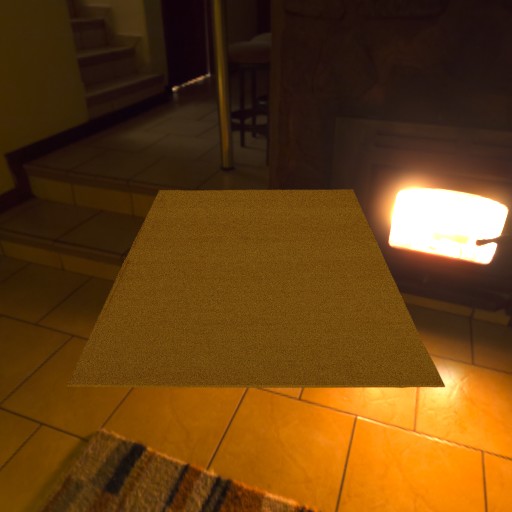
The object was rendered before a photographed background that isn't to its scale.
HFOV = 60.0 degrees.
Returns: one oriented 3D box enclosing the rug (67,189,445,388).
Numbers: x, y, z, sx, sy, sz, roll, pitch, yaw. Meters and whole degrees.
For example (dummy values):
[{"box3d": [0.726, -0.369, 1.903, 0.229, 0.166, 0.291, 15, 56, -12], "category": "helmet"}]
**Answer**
[{"box3d": [0.000, 0.000, 4.193, 2.434, 0.045, 3.202, 0, 31, 0], "category": "rug"}]
